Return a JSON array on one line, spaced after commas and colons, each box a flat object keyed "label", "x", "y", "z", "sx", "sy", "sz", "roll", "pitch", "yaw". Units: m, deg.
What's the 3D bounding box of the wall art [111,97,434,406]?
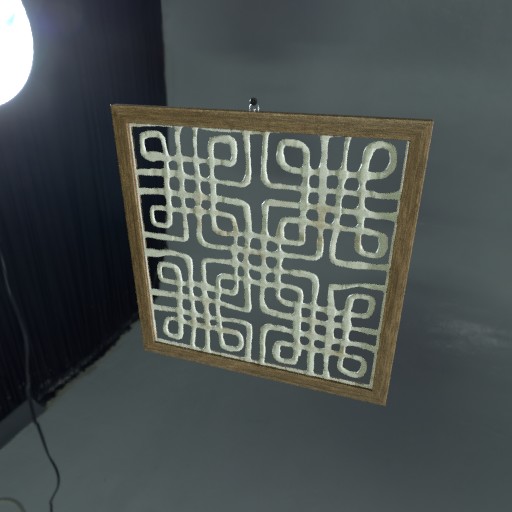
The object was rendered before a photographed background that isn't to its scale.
[{"label": "wall art", "x": 0.000, "y": 0.000, "z": 0.862, "sx": 0.561, "sy": 0.582, "sz": 0.021, "roll": 9, "pitch": 27, "yaw": 17}]
